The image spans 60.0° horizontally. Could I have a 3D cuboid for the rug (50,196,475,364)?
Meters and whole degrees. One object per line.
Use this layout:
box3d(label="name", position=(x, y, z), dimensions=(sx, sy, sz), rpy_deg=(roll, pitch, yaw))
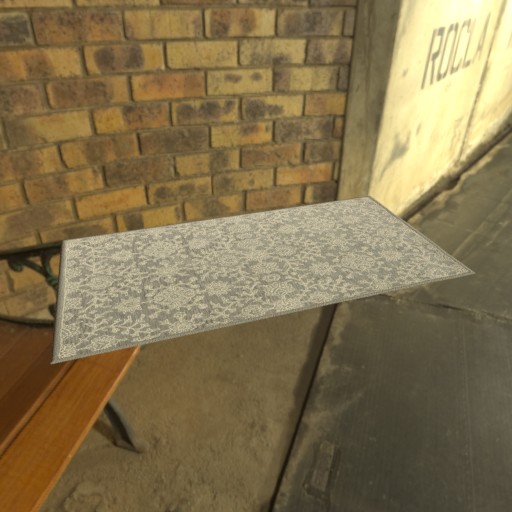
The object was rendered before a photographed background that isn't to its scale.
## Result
box3d(label="rug", position=(0.000, 0.000, 3.632), dimensions=(3.048, 0.011, 1.546), rpy_deg=(-10, 33, -16))
